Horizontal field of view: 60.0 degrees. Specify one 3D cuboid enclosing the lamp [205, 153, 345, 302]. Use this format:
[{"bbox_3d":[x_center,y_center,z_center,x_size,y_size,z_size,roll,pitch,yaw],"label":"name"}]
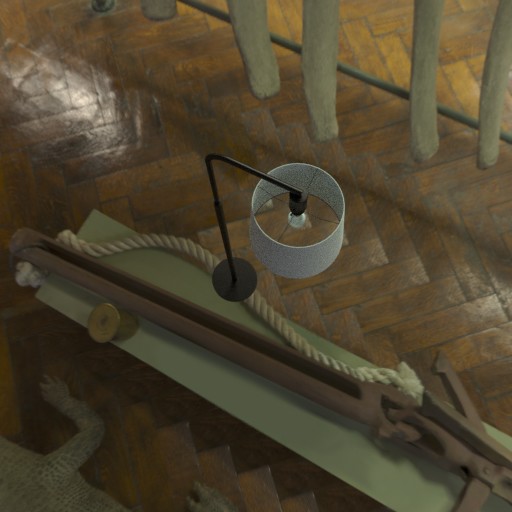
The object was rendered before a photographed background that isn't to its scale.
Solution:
[{"bbox_3d":[0.000,0.000,1.688,0.508,1.478,0.254,27,77,7],"label":"lamp"}]
